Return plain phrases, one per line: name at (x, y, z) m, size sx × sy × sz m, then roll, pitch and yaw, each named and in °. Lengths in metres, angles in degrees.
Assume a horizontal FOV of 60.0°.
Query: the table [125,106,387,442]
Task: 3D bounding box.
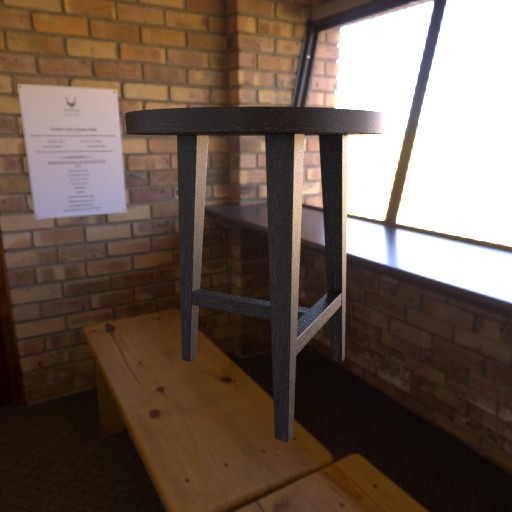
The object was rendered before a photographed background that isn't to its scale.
table at (0.000, 0.000, 0.760) m, size 0.399 × 0.460 × 0.399 m, roll 0°, pitch 15°, yaw 0°
